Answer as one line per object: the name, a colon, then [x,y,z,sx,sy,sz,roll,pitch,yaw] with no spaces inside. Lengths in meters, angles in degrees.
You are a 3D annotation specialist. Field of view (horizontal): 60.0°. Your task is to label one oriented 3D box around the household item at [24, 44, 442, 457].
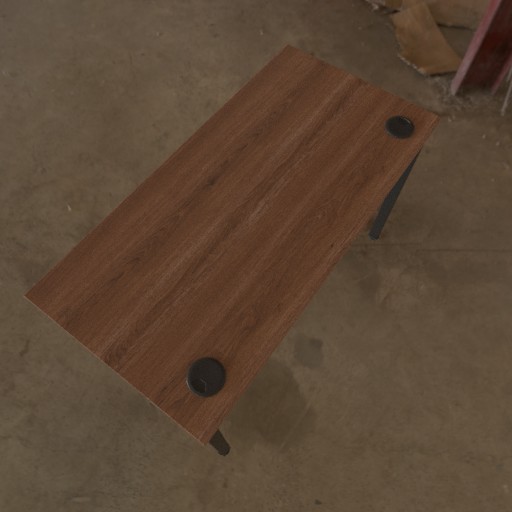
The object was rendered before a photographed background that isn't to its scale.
household item: [0.000,0.000,1.606,0.600,0.750,1.200,33,67,16]
